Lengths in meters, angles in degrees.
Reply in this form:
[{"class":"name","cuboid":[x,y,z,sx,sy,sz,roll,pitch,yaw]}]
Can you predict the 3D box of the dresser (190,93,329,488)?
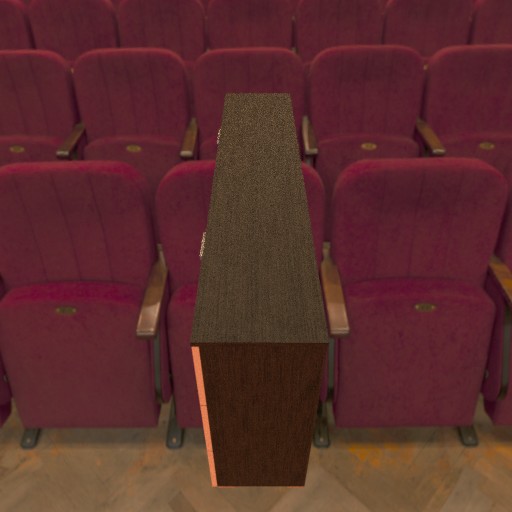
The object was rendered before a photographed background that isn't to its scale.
[{"class":"dresser","cuboid":[0.000,0.000,1.846,0.333,0.790,1.535,0,40,0]}]
